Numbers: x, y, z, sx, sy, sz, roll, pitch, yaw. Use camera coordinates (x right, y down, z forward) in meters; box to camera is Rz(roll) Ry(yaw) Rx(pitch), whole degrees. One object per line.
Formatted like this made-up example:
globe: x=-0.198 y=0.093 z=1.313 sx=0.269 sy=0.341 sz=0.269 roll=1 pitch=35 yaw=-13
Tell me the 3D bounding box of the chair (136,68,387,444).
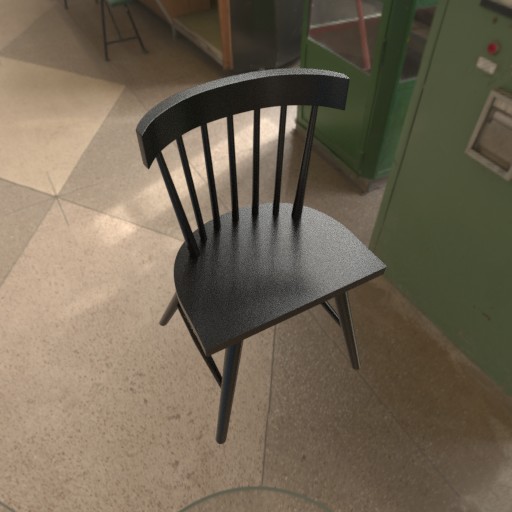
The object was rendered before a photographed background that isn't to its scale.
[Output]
chair: x=0.000 y=0.000 z=1.160 sx=0.506 sy=0.844 sz=0.483 roll=-22 pitch=51 yaw=-19
